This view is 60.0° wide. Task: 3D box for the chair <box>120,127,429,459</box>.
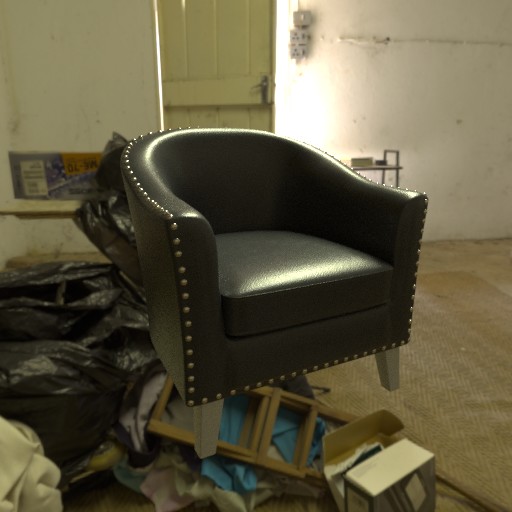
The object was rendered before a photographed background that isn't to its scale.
[{"bbox_3d":[0.000,0.000,1.455,0.794,0.823,0.748,-8,17,-27],"label":"chair"}]
